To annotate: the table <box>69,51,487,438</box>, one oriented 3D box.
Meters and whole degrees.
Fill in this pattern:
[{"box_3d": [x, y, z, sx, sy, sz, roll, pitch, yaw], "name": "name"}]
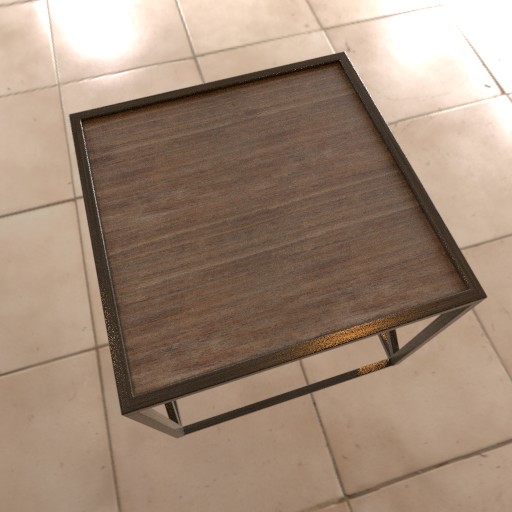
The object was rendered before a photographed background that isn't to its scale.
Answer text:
[{"box_3d": [0.000, 0.000, 1.045, 0.609, 0.507, 0.611, -16, 65, -8], "name": "table"}]
